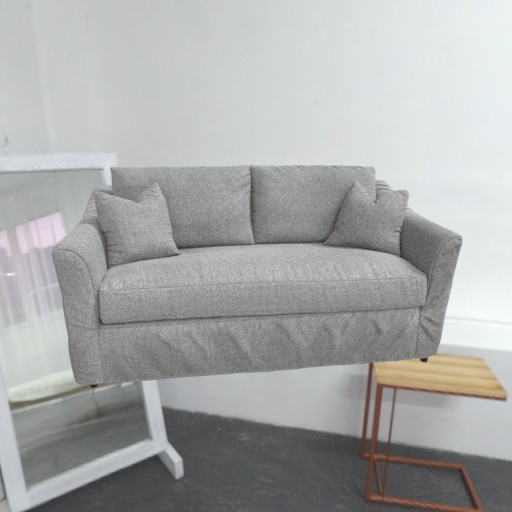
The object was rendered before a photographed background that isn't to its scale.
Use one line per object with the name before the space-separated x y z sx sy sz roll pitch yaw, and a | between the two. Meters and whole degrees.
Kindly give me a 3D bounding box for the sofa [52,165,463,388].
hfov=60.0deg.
sofa | 0.000 0.000 2.645 2.010 1.018 1.072 -2 17 -8
